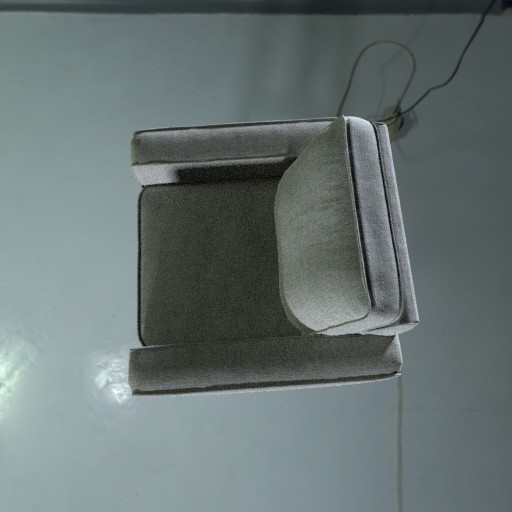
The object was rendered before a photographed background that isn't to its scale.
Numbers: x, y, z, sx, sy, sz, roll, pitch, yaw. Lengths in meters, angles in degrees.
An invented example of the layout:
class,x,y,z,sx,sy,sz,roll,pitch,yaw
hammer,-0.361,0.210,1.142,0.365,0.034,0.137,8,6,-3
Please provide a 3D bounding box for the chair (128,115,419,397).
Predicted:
class,x,y,z,sx,sy,sz,roll,pitch,yaw
chair,0.000,0.000,1.735,0.940,0.914,1.016,-4,75,-1
